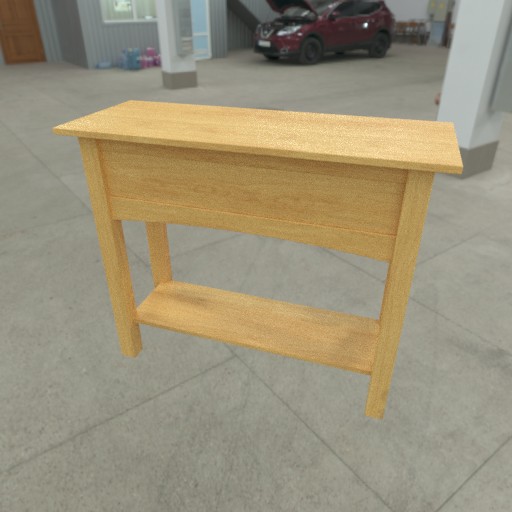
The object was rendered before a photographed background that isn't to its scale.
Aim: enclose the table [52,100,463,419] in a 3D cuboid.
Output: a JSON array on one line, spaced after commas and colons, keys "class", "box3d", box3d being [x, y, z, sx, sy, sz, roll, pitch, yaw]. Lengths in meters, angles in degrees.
[{"class": "table", "box3d": [0.000, 0.000, 1.244, 0.900, 0.728, 0.340, 9, 32, 16]}]
